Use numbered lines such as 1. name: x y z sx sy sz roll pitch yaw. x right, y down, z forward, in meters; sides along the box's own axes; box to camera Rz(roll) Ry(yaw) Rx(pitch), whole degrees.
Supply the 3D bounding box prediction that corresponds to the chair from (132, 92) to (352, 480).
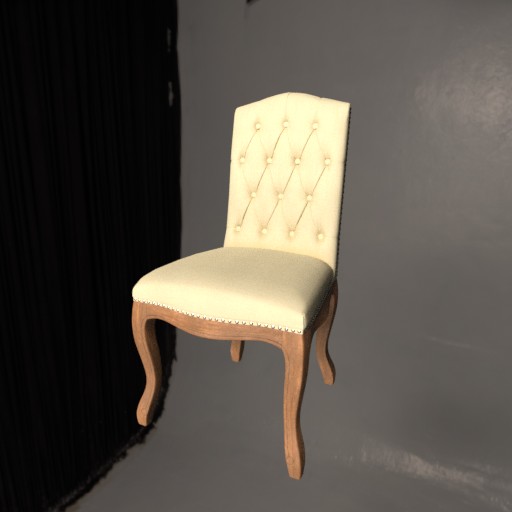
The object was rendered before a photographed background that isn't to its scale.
1. chair: 0.000 0.000 1.595 0.623 1.165 0.715 7 16 26
